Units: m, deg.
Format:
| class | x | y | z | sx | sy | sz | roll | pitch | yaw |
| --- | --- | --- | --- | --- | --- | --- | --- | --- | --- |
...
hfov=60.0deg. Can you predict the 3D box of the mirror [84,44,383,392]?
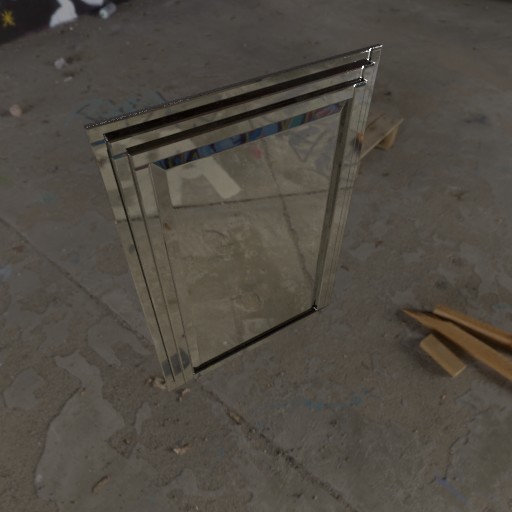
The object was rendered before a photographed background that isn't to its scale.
| class | x | y | z | sx | sy | sz | roll | pitch | yaw |
| --- | --- | --- | --- | --- | --- | --- | --- | --- | --- |
| mirror | 0.000 | 0.000 | 1.130 | 0.613 | 0.914 | 0.039 | -24 | 52 | -20 |
